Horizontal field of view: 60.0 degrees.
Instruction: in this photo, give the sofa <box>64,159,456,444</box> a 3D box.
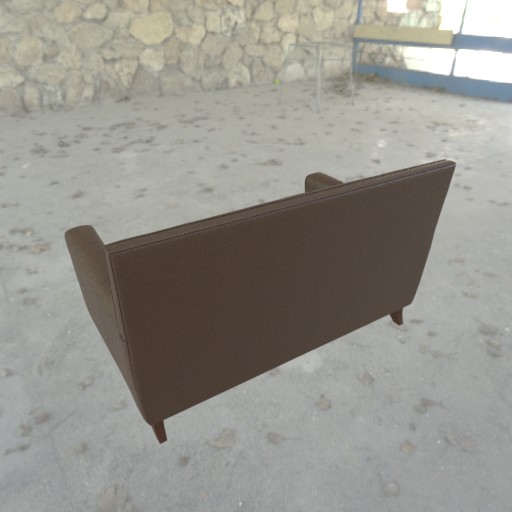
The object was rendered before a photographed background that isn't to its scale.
[{"bbox_3d":[0.000,0.000,2.027,1.468,0.859,0.853,-17,34,-28],"label":"sofa"}]
